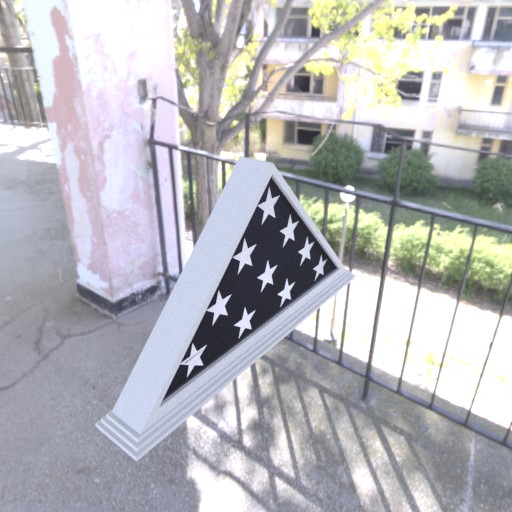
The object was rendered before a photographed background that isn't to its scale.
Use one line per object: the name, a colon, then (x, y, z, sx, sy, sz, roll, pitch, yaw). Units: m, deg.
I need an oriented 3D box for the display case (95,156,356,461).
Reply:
display case: (0.000, 0.000, 0.773, 0.095, 0.340, 0.640, 20, 33, 34)
